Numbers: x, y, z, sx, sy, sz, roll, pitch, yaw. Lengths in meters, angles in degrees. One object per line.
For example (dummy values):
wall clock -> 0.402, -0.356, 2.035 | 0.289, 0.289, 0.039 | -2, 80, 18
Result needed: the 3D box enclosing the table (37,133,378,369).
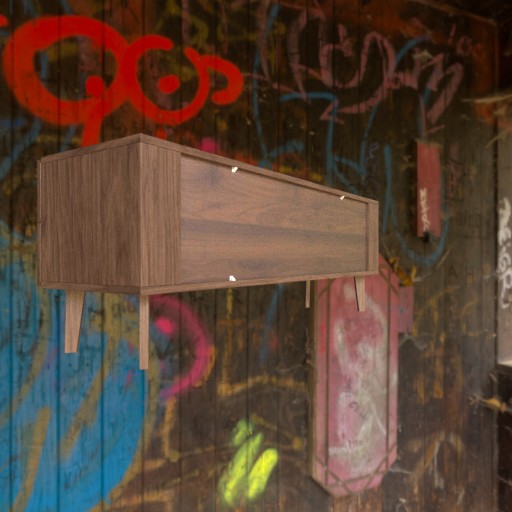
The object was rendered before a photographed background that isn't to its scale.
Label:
table -> 0.000, 0.000, 1.605 | 0.405, 0.508, 1.397 | 0, 0, 35
